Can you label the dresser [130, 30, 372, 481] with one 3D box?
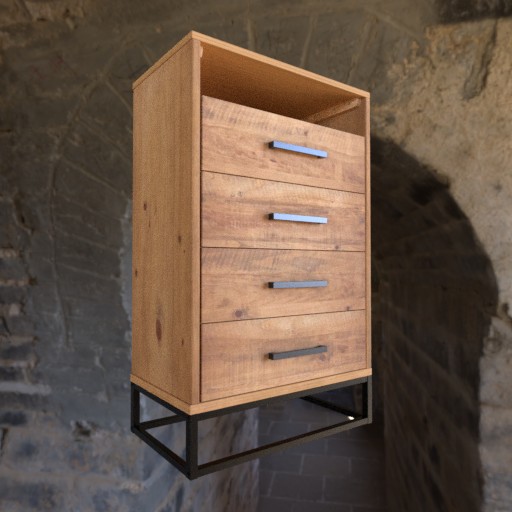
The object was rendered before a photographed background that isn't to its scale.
[{"bbox_3d":[0.000,0.000,1.614,0.761,1.240,0.479,1,-2,-36],"label":"dresser"}]
